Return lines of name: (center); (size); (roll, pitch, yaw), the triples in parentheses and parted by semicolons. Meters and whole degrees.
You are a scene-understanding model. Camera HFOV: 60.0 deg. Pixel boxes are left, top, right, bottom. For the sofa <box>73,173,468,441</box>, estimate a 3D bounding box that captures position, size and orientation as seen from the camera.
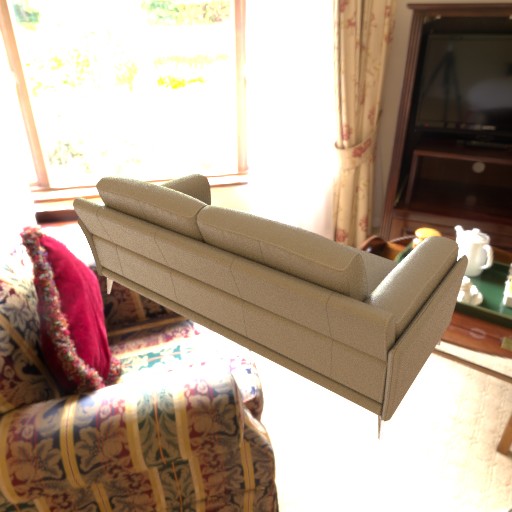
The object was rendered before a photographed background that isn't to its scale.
sofa: (0.000, 0.000, 2.624); (2.101, 0.930, 1.049); (20, 34, 32)
